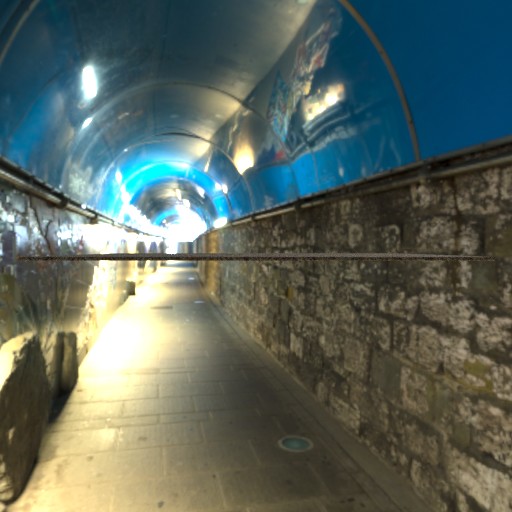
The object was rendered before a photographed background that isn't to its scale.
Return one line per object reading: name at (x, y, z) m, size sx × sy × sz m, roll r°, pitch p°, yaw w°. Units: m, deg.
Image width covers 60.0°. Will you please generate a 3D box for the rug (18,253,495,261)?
rug at (0.000, 0.000, 2.192) m, size 1.761 × 0.014 × 1.143 m, roll 0°, pitch 1°, yaw 0°
